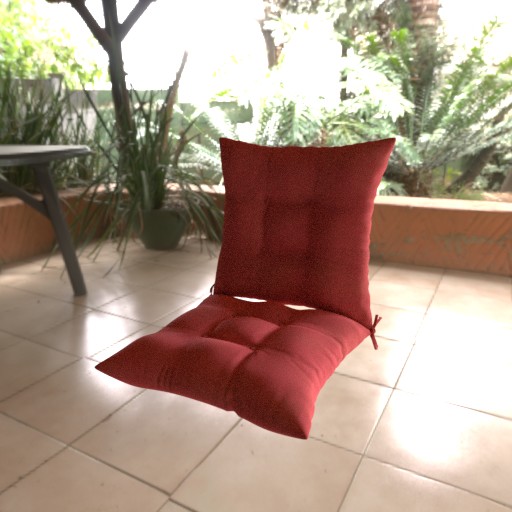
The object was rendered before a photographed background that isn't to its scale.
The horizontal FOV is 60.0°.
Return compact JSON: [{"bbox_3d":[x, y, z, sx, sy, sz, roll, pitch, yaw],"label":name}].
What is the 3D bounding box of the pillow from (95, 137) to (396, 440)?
[{"bbox_3d":[0.000,0.000,1.045,0.541,0.536,0.585,8,18,27],"label":"pillow"}]
